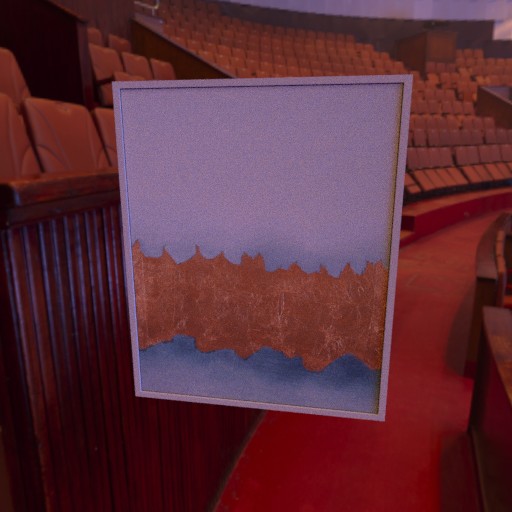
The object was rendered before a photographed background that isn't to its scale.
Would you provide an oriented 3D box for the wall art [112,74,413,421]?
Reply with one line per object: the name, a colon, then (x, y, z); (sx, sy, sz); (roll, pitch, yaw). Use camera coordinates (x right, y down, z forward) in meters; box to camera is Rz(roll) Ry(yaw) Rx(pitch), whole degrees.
wall art: (0.000, 0.000, 0.743); (0.451, 0.553, 0.039); (2, 15, 10)
